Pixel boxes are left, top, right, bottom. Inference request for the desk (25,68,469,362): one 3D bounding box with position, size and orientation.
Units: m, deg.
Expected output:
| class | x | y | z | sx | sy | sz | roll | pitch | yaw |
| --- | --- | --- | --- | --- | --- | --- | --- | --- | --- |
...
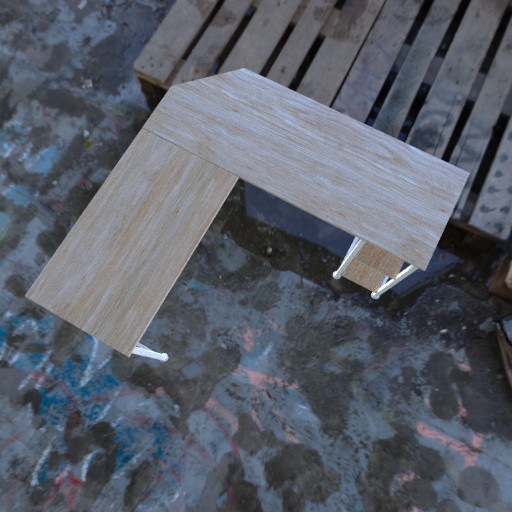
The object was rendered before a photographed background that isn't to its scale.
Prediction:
| class | x | y | z | sx | sy | sz | roll | pitch | yaw |
| --- | --- | --- | --- | --- | --- | --- | --- | --- | --- |
| desk | 0.000 | 0.000 | 2.223 | 1.379 | 0.739 | 1.379 | 28 | 76 | 8 |
